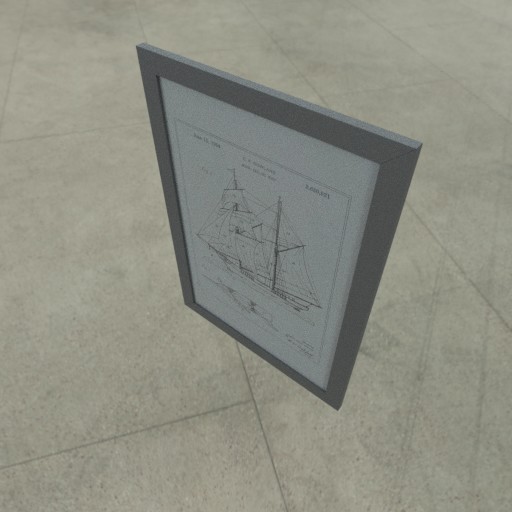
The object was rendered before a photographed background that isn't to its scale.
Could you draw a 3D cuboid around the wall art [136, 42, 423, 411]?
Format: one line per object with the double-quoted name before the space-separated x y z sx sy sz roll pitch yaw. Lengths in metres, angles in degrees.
"wall art" 0.000 0.000 0.675 0.380 0.534 0.013 30 53 26
